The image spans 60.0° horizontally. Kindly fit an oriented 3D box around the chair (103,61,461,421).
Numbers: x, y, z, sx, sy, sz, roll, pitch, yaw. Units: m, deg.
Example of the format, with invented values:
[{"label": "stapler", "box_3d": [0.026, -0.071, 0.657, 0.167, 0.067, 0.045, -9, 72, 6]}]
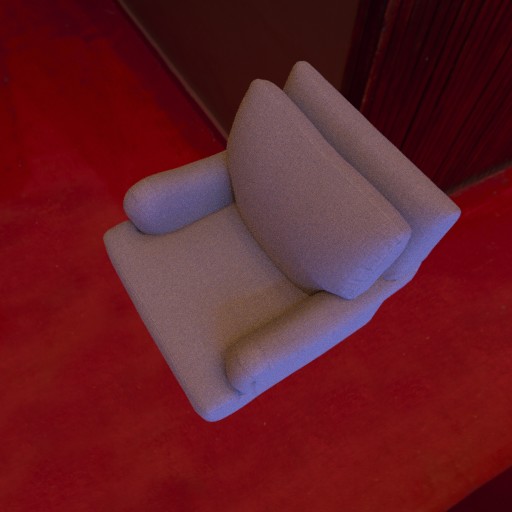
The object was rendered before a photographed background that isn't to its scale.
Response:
[{"label": "chair", "box_3d": [0.000, 0.000, 1.888, 1.070, 1.038, 0.955, -30, 66, -15]}]
